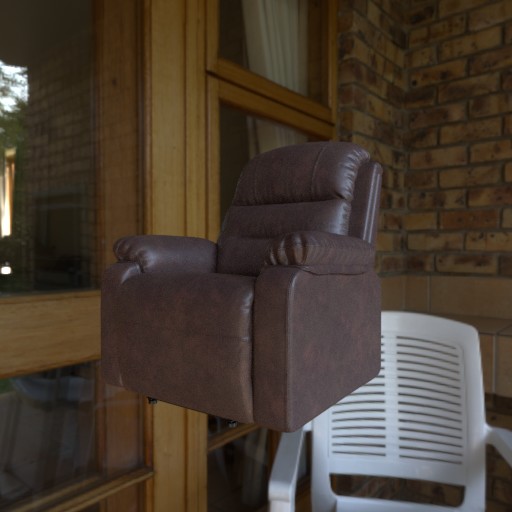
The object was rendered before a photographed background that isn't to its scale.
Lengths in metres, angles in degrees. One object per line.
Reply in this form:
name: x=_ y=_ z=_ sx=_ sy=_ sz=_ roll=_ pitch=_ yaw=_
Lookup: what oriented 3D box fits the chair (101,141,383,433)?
chair: x=0.000 y=0.000 z=1.703 sx=0.855 sy=0.992 sz=0.919 roll=1 pitch=1 yaw=35
